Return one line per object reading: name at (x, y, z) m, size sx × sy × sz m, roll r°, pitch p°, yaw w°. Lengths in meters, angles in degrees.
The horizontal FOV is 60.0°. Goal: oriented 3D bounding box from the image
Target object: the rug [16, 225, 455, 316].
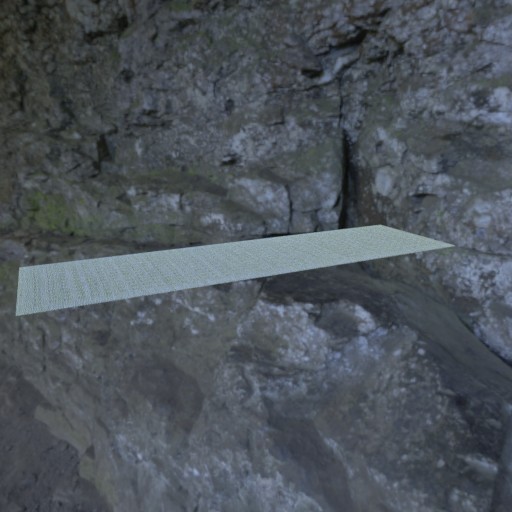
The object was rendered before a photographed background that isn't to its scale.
rug at (0.000, 0.000, 2.554) m, size 2.437 × 0.006 × 0.686 m, roll -8°, pitch 18°, yaw -25°
